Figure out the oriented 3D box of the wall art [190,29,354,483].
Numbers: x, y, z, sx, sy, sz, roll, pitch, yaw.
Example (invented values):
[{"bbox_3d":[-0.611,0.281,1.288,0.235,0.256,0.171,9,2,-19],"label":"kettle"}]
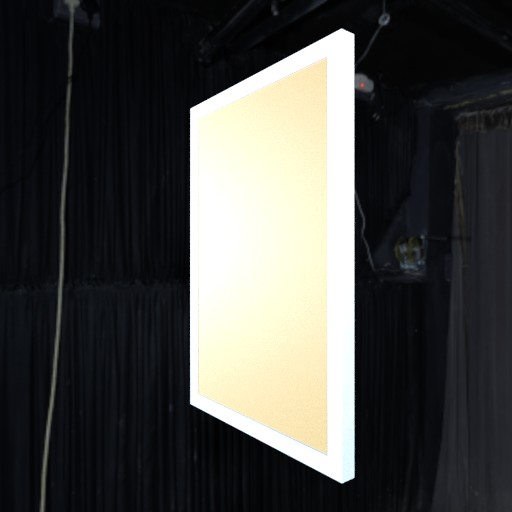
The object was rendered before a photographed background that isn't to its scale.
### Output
[{"bbox_3d":[0.000,0.000,1.144,0.039,0.915,0.612,0,0,-38],"label":"wall art"}]
